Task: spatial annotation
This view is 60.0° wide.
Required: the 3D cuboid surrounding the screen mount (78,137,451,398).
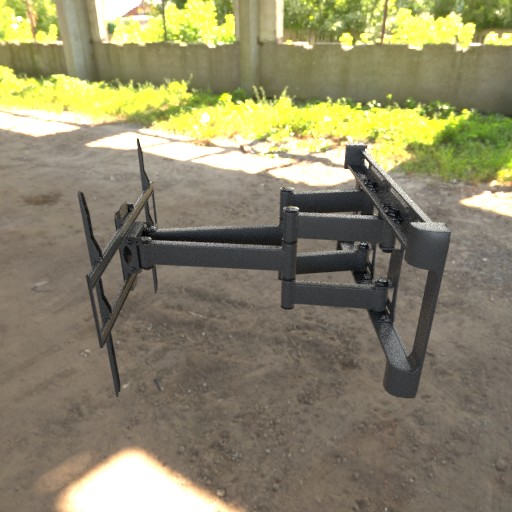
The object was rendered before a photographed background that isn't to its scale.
[{"bbox_3d":[0.000,0.000,0.954,0.556,0.424,0.571,0,27,0],"label":"screen mount"}]
